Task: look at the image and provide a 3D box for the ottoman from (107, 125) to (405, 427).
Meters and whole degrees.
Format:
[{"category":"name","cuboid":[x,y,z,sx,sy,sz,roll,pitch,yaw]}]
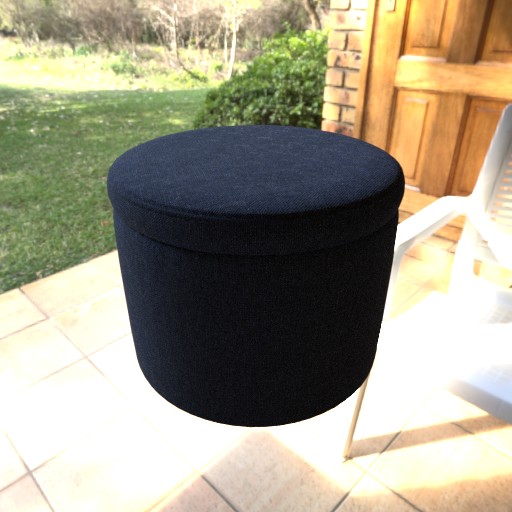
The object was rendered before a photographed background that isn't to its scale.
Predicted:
[{"category":"ottoman","cuboid":[0.000,0.000,0.887,0.520,0.430,0.520,0,29,0]}]
